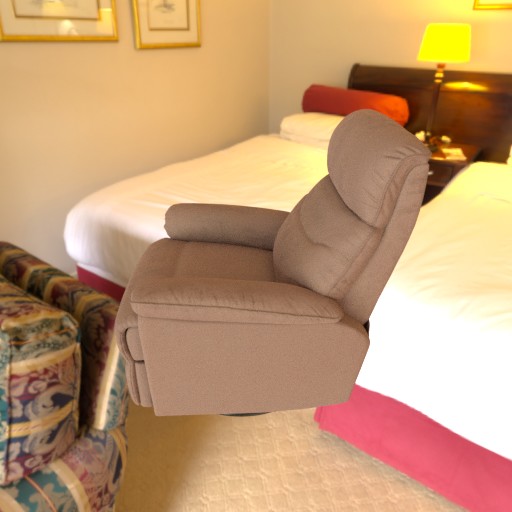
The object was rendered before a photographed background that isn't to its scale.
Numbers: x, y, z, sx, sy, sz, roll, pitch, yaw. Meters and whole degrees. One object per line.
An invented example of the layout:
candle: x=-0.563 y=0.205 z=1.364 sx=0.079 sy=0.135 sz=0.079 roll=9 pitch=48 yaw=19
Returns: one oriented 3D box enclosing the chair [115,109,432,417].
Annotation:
chair: x=0.000 y=0.000 z=1.711 sx=1.004 sy=1.037 sz=0.820 roll=-1 pitch=27 yaw=-1
